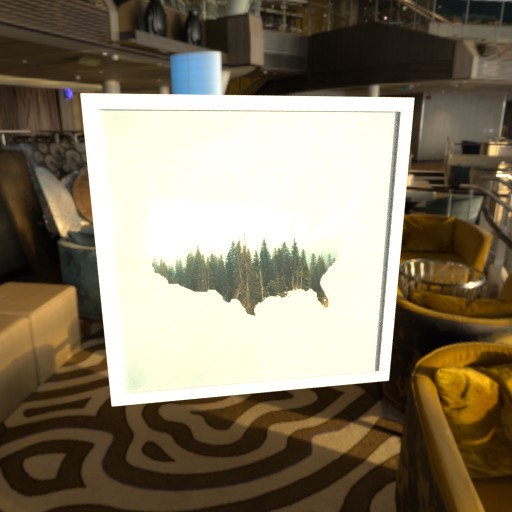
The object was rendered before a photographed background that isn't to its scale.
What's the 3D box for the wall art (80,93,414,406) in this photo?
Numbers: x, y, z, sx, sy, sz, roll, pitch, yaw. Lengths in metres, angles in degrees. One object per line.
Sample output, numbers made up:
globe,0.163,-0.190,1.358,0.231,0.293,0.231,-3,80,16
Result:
wall art,0.000,0.000,1.121,0.762,0.762,0.038,-3,16,-9
